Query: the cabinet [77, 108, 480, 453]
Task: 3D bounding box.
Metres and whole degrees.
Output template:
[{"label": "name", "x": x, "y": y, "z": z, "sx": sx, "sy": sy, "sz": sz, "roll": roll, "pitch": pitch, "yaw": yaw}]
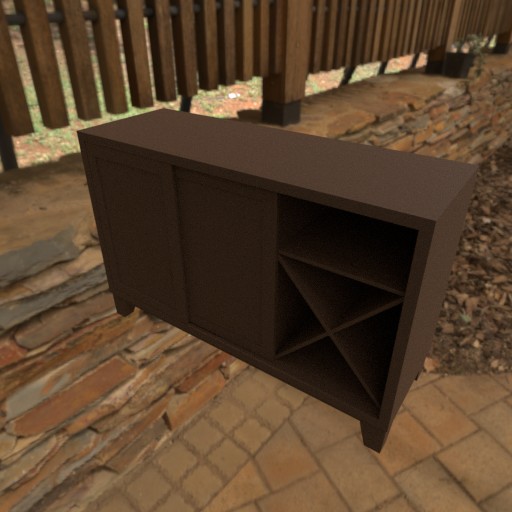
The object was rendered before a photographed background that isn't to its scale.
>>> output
[{"label": "cabinet", "x": 0.000, "y": 0.000, "z": 1.815, "sx": 1.396, "sy": 0.914, "sz": 0.482, "roll": 20, "pitch": 36, "yaw": 29}]
